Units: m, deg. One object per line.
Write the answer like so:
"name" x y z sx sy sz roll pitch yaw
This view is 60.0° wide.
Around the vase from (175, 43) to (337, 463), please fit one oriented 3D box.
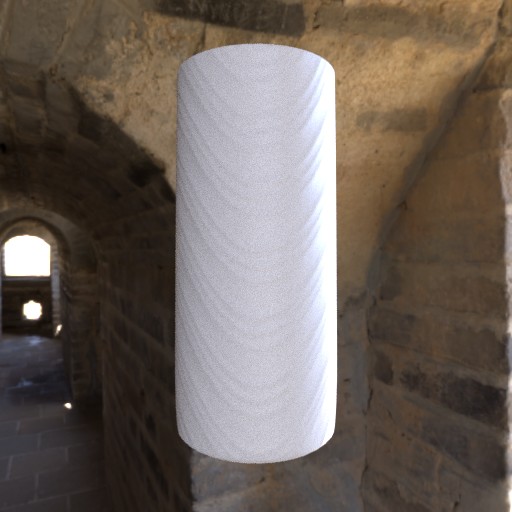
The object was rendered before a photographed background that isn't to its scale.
"vase" 0.000 0.000 0.397 0.143 0.316 0.143 0 1 0
